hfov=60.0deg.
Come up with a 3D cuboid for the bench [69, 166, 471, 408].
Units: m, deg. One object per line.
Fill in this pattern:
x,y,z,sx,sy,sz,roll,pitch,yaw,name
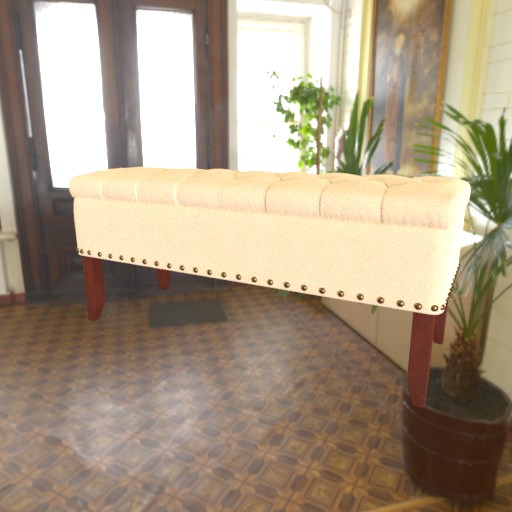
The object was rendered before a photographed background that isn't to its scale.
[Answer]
0.000,0.000,1.269,1.054,0.470,0.400,8,16,27,bench
